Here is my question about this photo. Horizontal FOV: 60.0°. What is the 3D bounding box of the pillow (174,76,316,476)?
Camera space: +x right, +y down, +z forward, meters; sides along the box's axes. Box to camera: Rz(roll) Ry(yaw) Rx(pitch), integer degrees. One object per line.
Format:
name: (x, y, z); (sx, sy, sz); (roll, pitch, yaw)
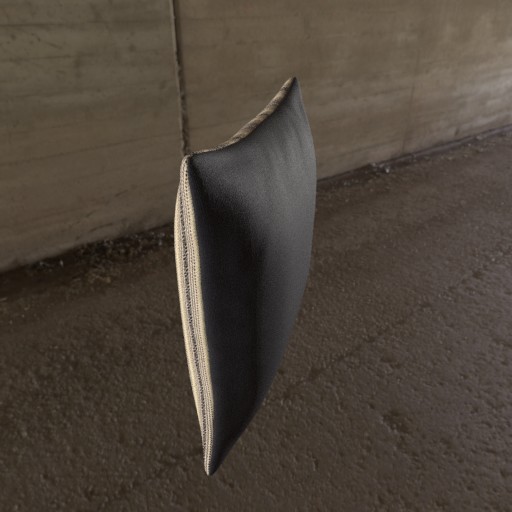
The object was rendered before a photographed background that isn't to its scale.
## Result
pillow: (0.000, 0.000, 0.763); (0.166, 0.508, 0.520); (8, 31, 13)
